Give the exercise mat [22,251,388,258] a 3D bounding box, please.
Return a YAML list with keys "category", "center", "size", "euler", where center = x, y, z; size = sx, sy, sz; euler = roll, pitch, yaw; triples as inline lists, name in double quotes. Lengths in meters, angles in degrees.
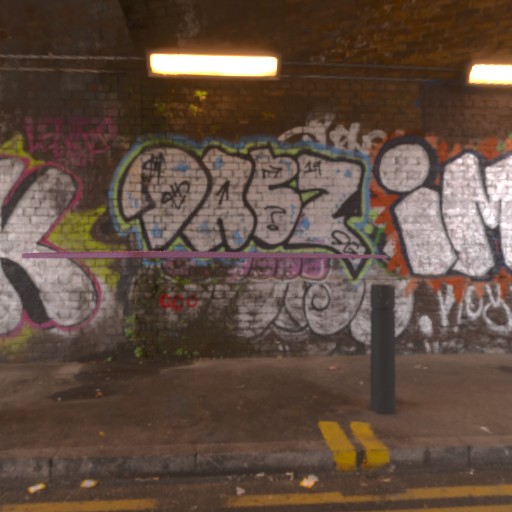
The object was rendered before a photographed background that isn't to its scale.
- category: "exercise mat"
  center: [0.000, 0.000, 2.044]
  size: [0.616, 0.021, 1.869]
  euler: [0, 0, 36]
